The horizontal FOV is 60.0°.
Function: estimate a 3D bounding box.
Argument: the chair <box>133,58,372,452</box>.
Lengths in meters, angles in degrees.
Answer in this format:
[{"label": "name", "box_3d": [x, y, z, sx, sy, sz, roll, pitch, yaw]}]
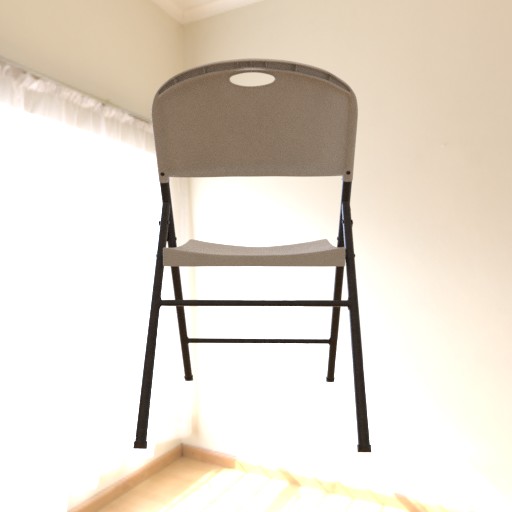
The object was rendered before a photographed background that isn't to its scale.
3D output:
[{"label": "chair", "box_3d": [0.000, 0.000, 1.180, 0.494, 0.810, 0.566, 0, -1, 2]}]
